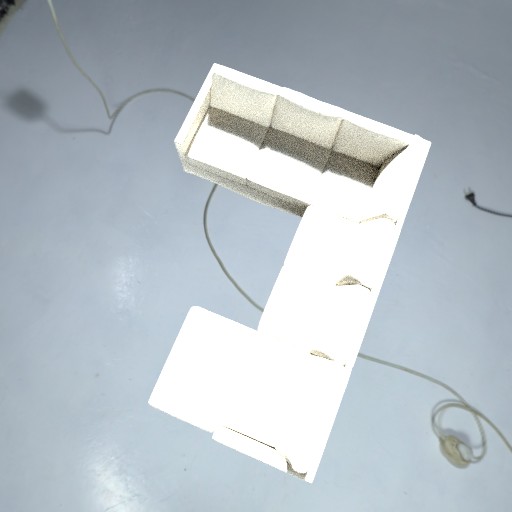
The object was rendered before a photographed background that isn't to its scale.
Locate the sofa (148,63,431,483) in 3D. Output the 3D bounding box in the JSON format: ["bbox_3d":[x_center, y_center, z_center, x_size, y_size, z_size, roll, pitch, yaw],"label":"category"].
[{"bbox_3d":[0.000,0.000,4.448,2.427,0.882,3.460,22,77,5],"label":"sofa"}]
